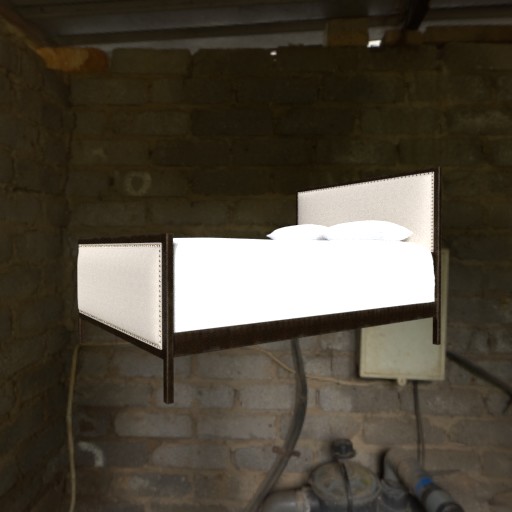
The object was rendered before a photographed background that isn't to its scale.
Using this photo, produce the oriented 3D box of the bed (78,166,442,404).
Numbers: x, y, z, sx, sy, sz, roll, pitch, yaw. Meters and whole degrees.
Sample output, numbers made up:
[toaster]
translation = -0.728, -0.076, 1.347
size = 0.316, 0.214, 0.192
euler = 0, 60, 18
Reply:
[bed]
translation = 0.000, 0.000, 3.286
size = 2.221, 1.313, 1.607
euler = -1, 1, -35
